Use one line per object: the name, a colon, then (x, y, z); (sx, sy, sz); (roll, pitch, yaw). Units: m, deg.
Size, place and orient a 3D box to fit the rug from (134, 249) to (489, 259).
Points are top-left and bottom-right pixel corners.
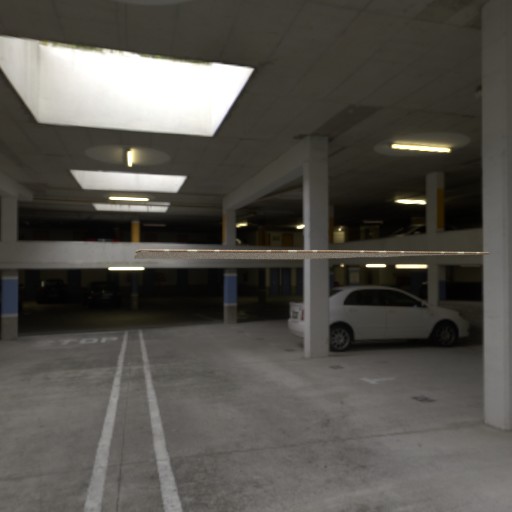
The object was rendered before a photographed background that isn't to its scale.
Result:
rug: (0.000, 0.000, 2.174); (1.152, 0.013, 1.761); (0, -1, -16)
